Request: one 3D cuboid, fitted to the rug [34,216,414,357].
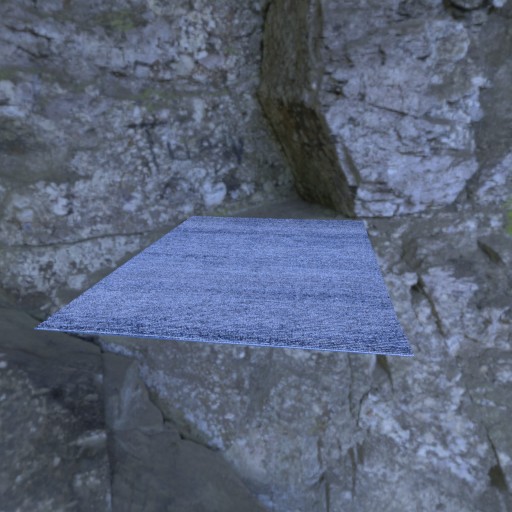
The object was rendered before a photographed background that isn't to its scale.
[{"bbox_3d":[0.000,0.000,2.106,1.135,0.010,1.740,3,17,8],"label":"rug"}]
